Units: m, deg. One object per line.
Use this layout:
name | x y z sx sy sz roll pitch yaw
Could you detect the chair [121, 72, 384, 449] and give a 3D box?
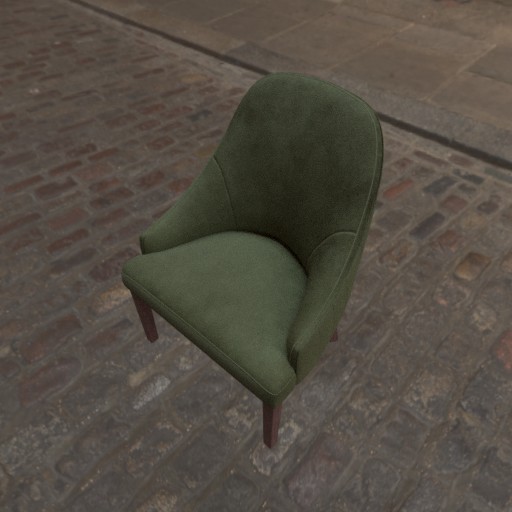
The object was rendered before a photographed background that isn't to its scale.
chair | 0.000 0.000 1.324 0.643 0.889 0.575 33 54 27
